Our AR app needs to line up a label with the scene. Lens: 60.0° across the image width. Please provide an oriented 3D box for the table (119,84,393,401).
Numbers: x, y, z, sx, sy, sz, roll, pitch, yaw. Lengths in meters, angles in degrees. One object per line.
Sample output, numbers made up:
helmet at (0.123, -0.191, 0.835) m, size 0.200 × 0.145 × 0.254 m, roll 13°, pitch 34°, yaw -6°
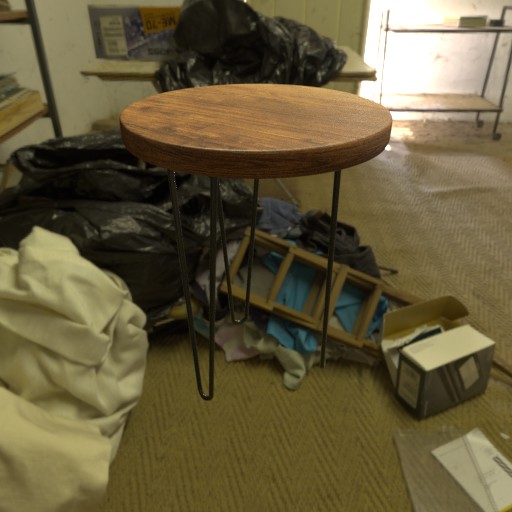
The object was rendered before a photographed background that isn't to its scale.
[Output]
table at (0.000, 0.000, 0.803) m, size 0.400 × 0.520 × 0.400 m, roll 0°, pitch 31°, yaw 0°
